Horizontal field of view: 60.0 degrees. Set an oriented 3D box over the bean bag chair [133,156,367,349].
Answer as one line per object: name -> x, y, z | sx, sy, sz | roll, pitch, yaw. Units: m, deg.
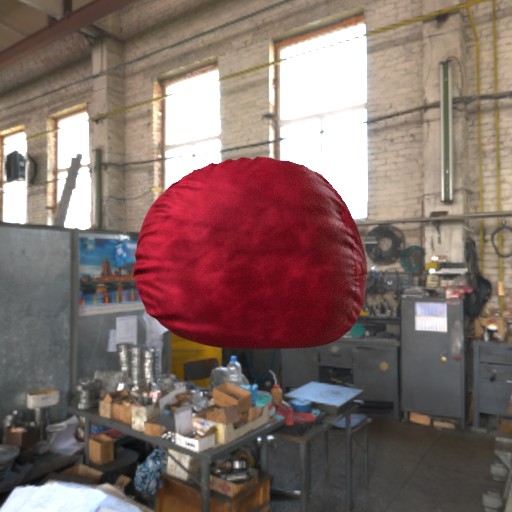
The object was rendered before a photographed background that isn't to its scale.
bean bag chair -> 0.000, 0.000, 2.829 | 1.216, 0.867, 2.293 | 0, -2, 1
